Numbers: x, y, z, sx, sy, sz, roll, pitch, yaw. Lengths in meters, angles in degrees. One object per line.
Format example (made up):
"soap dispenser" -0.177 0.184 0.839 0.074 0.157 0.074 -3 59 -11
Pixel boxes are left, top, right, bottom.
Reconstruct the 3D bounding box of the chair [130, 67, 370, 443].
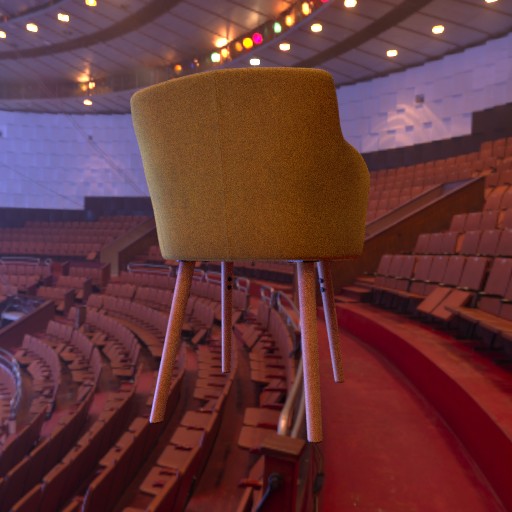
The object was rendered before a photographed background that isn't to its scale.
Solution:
"chair" 0.000 0.000 1.180 0.570 0.780 0.570 0 0 17
